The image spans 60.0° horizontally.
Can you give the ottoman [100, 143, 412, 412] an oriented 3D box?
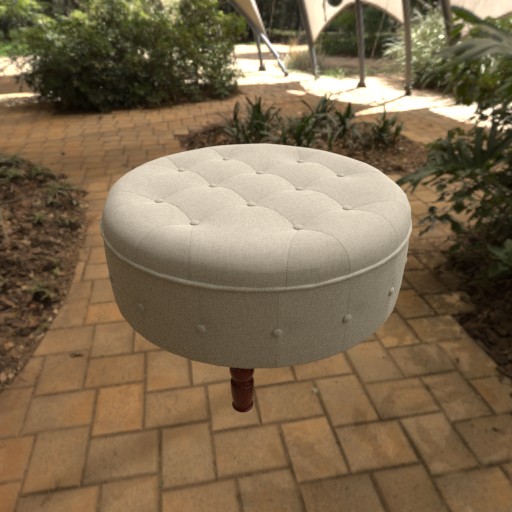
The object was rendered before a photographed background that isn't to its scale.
[{"bbox_3d":[0.000,0.000,1.342,0.850,0.483,0.850,0,30,0],"label":"ottoman"}]
